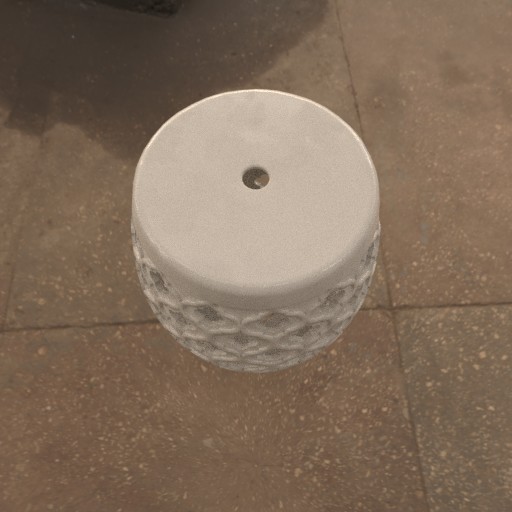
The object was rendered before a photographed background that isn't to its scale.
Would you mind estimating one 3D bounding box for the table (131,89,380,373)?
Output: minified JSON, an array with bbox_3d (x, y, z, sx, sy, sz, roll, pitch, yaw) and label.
[{"bbox_3d":[0.000,0.000,0.641,0.325,0.388,0.325,0,65,0],"label":"table"}]
